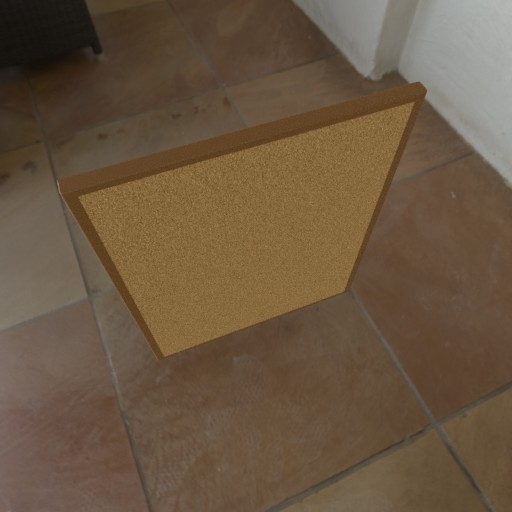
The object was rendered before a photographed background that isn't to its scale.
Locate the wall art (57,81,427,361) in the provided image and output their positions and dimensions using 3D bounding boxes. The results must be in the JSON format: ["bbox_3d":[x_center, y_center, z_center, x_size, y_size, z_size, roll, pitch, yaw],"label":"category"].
[{"bbox_3d":[0.000,0.000,0.745,0.449,0.550,0.021,-18,60,-11],"label":"wall art"}]
